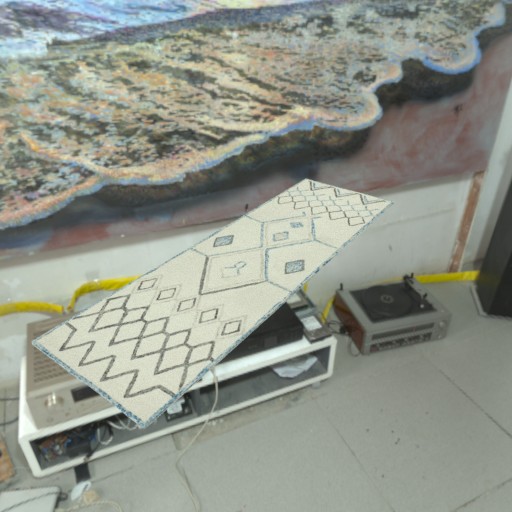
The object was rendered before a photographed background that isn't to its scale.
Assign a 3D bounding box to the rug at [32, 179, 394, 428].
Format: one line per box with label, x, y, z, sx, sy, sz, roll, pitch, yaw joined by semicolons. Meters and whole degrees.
rug;0.000;0.000;2.667;0.770;0.013;2.434;21;38;30
